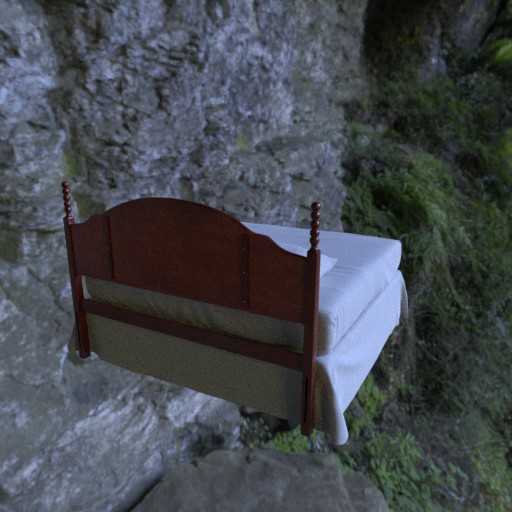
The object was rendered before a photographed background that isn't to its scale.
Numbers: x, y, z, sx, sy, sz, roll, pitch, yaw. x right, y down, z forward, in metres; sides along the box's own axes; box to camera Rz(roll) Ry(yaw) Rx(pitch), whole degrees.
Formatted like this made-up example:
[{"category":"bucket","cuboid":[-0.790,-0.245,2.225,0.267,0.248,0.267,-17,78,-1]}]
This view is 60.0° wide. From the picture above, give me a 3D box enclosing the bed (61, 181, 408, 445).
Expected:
[{"category":"bed","cuboid":[0.000,0.000,3.729,2.322,1.355,2.219,9,18,28]}]
